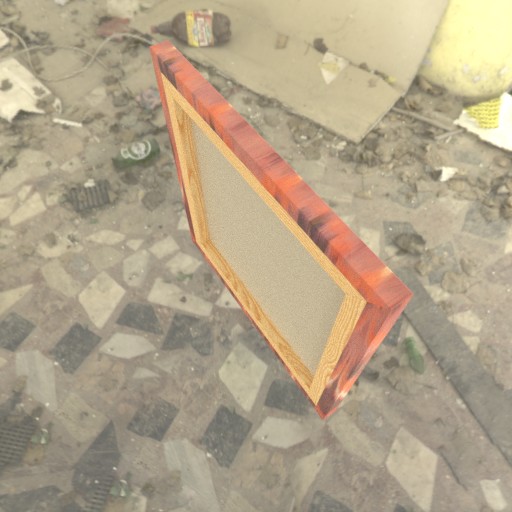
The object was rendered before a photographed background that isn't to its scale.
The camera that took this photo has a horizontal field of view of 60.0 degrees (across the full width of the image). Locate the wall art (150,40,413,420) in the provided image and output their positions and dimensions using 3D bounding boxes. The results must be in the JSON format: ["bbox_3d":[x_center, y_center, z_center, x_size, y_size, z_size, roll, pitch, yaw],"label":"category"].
[{"bbox_3d":[0.000,0.000,0.901,0.037,0.609,0.603,-30,63,-17],"label":"wall art"}]
